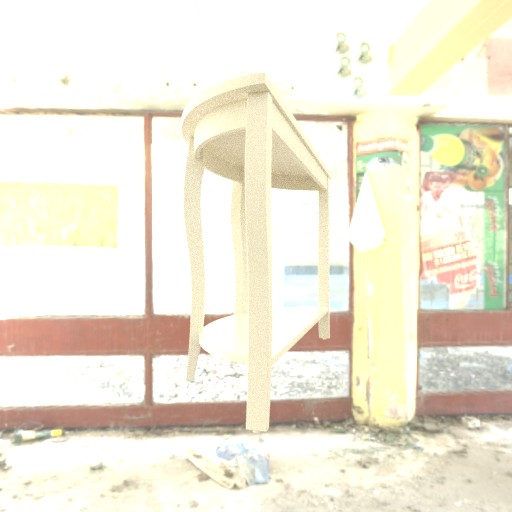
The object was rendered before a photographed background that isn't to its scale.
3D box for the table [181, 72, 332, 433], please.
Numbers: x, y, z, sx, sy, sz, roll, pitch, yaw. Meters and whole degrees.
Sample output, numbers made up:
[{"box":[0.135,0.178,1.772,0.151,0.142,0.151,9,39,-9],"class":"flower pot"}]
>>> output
[{"box":[0.000,0.000,1.578,0.394,0.780,1.219,0,0,16],"class":"table"}]
